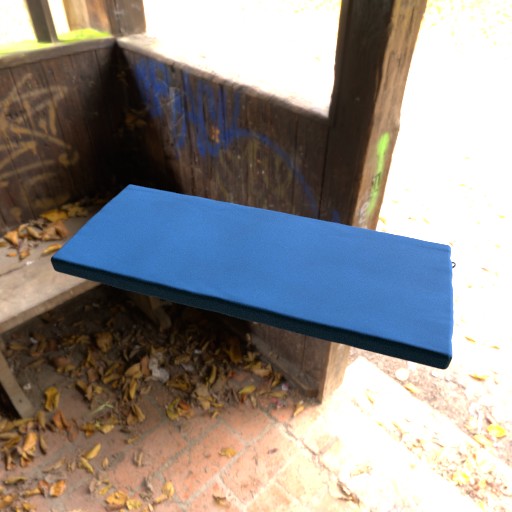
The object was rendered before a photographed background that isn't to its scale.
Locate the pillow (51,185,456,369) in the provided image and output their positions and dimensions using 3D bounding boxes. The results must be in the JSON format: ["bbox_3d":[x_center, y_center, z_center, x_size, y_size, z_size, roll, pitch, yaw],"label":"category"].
[{"bbox_3d":[0.000,0.000,1.374,1.187,0.081,0.492,12,42,14],"label":"pillow"}]
